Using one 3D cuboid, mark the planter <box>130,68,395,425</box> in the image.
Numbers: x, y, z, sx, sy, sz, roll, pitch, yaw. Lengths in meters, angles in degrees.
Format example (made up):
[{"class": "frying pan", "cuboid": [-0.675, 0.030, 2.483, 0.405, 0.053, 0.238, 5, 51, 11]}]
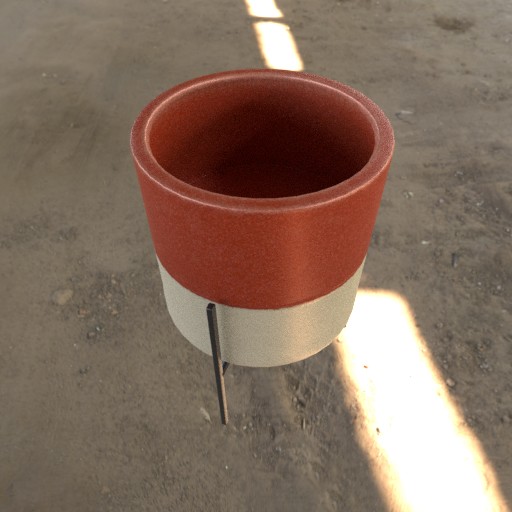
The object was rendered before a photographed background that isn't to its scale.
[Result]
[{"class": "planter", "cuboid": [0.000, 0.000, 0.527, 0.235, 0.354, 0.251, -32, 55, -27]}]
